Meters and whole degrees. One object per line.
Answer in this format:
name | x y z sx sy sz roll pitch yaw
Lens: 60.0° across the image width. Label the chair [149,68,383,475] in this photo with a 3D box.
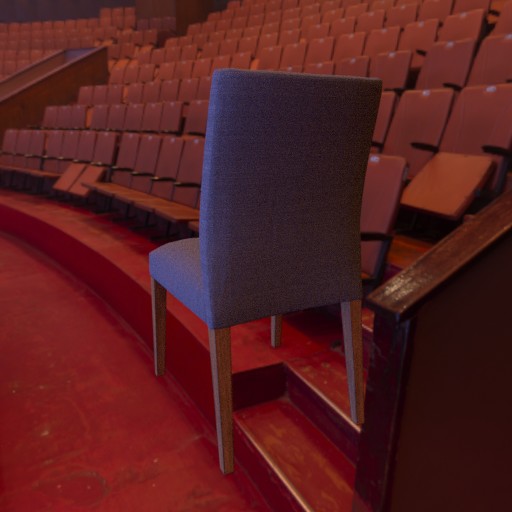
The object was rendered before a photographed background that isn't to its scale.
chair | 0.000 0.000 1.289 0.496 0.940 0.585 -8 18 -26
